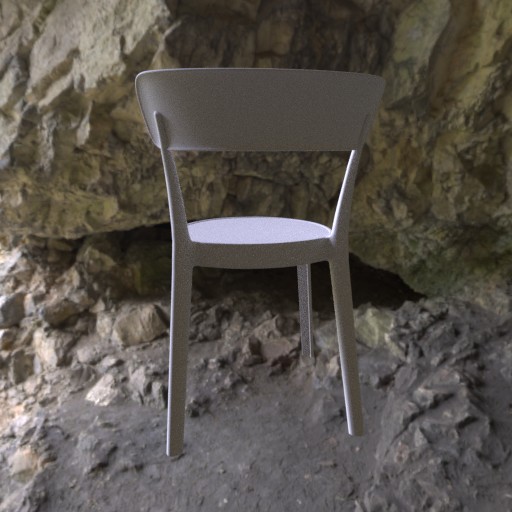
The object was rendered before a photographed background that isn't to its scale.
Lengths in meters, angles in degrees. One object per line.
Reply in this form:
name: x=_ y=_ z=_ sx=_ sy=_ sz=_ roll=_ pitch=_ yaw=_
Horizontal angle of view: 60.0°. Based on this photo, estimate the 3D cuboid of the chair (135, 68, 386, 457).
chair: x=0.000 y=0.000 z=1.089 sx=0.506 sy=0.790 sz=0.491 roll=-2 pitch=14 yaw=-9
